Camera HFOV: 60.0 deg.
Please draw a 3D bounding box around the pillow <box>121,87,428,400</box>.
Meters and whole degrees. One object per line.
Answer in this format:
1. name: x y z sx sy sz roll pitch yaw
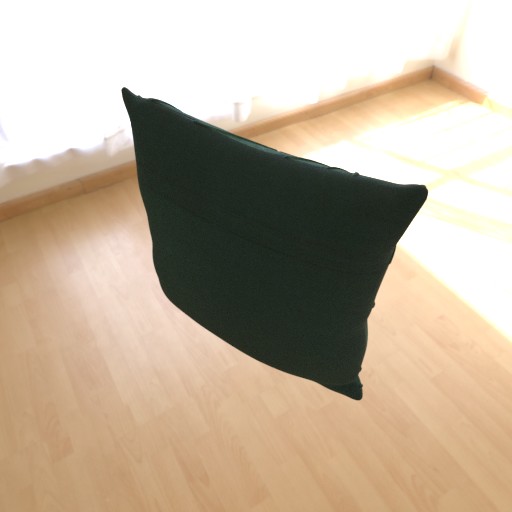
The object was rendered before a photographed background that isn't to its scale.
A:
1. pillow: 0.000 0.000 0.680 0.439 0.440 0.184 26 52 22
